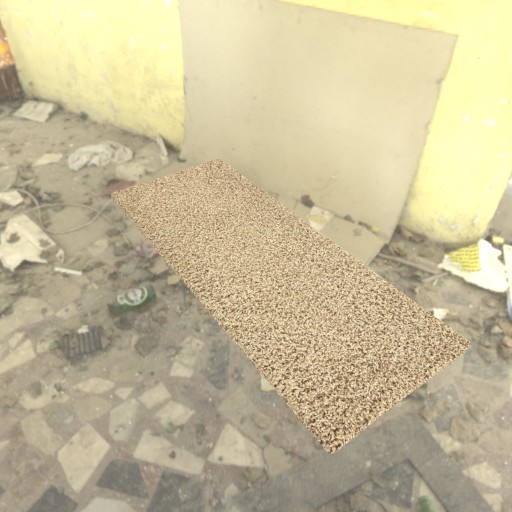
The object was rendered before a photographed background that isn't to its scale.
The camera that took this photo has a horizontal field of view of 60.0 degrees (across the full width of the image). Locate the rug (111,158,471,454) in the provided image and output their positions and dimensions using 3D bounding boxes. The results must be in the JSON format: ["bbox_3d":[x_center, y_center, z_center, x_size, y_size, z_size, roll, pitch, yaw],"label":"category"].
[{"bbox_3d":[0.000,0.000,1.752,0.609,0.030,1.524,-25,46,-26],"label":"rug"}]
